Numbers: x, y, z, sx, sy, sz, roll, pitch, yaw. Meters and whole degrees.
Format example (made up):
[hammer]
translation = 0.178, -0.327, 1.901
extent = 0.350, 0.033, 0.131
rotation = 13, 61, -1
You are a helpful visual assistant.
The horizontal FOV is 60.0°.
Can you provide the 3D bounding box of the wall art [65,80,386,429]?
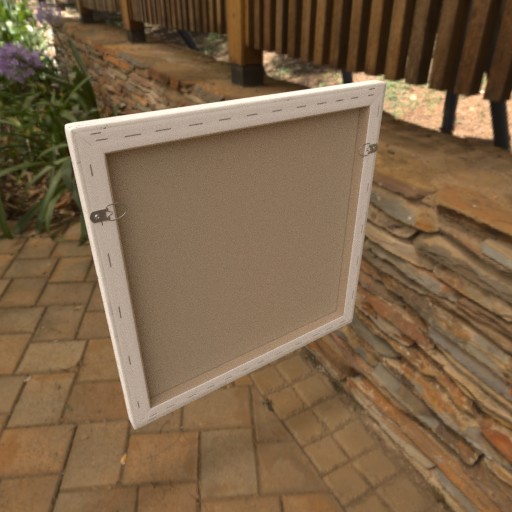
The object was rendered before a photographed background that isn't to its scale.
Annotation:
[wall art]
translation = 0.000, 0.000, 1.117
extent = 0.762, 0.762, 0.038
rotation = -19, 36, -29
